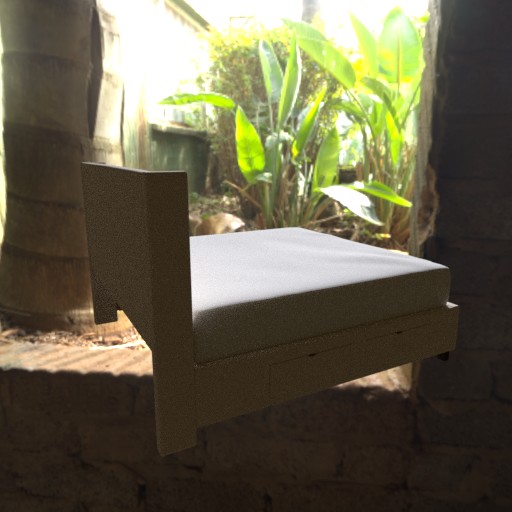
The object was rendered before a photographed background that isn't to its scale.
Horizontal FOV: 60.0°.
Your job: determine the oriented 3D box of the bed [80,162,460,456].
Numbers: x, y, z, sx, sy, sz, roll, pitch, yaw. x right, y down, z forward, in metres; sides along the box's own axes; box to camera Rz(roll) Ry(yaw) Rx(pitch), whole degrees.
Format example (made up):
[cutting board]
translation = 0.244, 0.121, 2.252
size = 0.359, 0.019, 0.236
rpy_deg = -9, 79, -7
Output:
[bed]
translation = 0.000, 0.000, 3.585
size = 2.293, 1.471, 2.145
rpy_deg = -7, 15, -28
